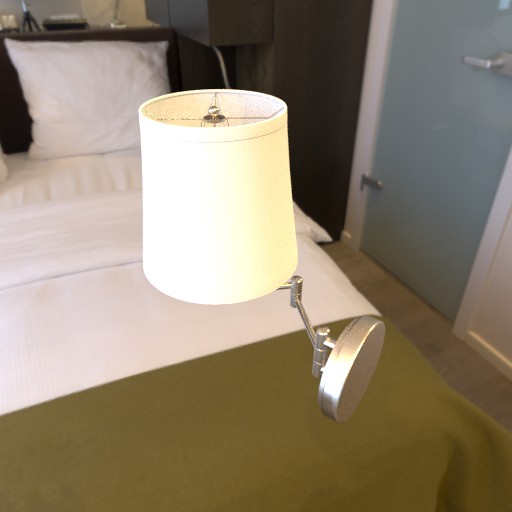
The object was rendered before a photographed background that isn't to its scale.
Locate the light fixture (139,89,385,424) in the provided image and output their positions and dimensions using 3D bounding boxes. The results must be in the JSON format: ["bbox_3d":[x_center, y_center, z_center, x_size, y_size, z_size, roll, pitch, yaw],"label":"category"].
[{"bbox_3d":[0.000,0.000,0.605,0.348,0.381,0.223,21,39,29],"label":"light fixture"}]
